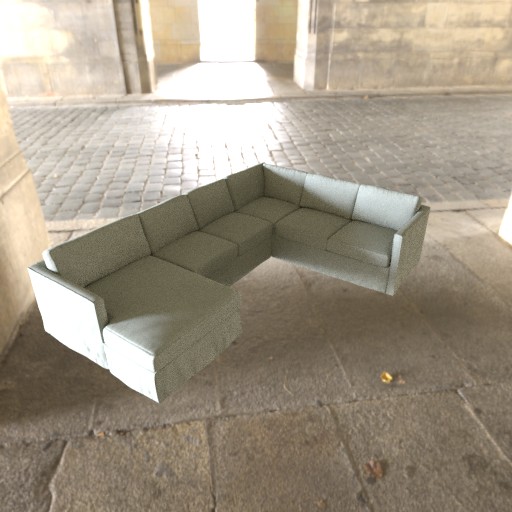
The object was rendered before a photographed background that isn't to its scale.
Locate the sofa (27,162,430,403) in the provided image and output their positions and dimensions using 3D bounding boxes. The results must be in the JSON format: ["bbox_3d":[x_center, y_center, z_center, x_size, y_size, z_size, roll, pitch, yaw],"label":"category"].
[{"bbox_3d":[0.000,0.000,4.506,2.440,0.869,3.434,19,34,31],"label":"sofa"}]
